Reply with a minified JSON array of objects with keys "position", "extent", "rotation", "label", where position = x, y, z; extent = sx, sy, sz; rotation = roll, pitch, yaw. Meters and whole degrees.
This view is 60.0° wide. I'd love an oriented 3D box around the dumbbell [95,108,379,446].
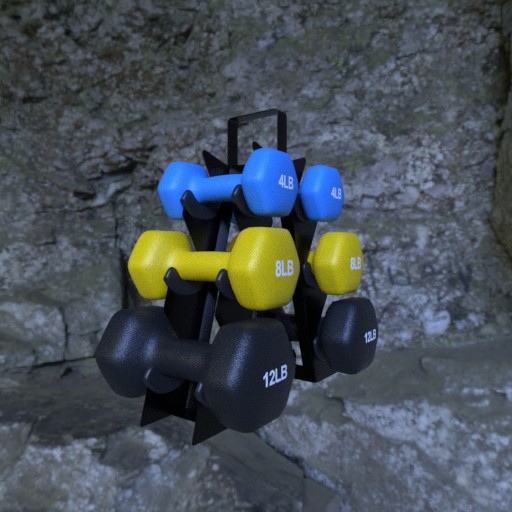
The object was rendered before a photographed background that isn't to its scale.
[{"position":[0.000,0.000,0.674],"extent":[0.255,0.426,0.409],"rotation":[1,1,36],"label":"dumbbell"}]
